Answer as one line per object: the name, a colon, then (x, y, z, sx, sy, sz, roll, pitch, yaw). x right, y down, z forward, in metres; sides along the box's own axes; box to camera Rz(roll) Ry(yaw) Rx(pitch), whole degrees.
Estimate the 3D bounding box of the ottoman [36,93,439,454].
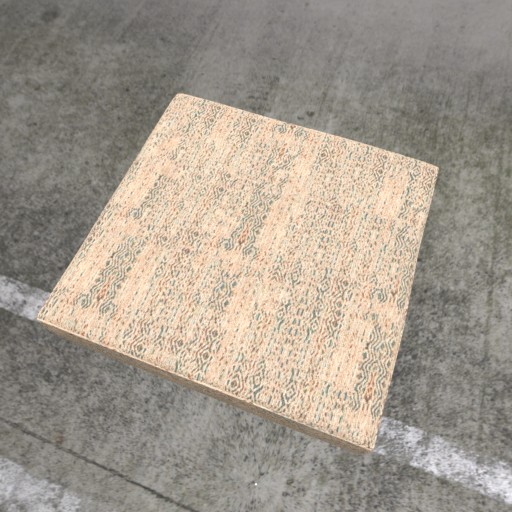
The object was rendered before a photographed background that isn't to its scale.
ottoman: (0.000, 0.000, 1.518, 1.004, 0.356, 0.968, 18, 64, 9)
